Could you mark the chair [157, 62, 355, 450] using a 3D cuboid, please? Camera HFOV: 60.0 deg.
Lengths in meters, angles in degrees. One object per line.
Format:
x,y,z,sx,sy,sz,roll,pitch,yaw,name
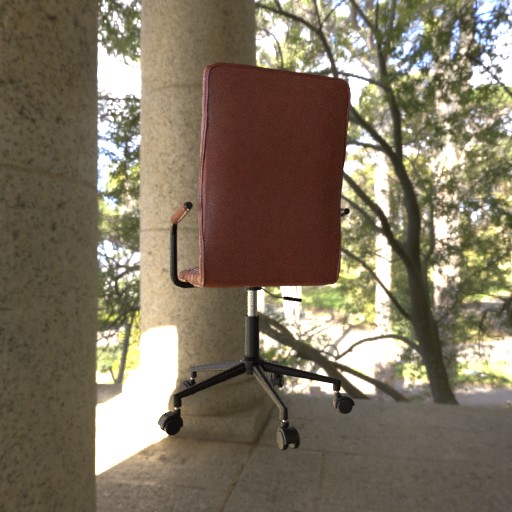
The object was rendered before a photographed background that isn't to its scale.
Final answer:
0.000,0.000,1.372,0.608,0.979,0.580,0,0,-18,chair
